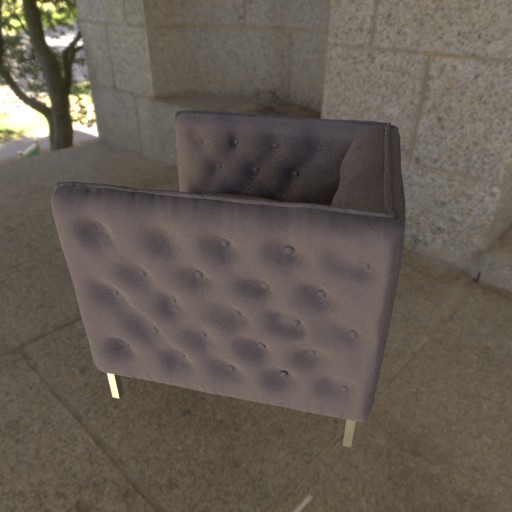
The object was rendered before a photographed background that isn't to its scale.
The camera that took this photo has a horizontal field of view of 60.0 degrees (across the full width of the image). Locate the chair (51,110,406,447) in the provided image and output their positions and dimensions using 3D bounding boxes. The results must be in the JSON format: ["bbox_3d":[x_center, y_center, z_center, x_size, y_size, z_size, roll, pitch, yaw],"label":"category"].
[{"bbox_3d":[0.000,0.000,1.591,0.913,0.807,0.946,7,32,12],"label":"chair"}]
